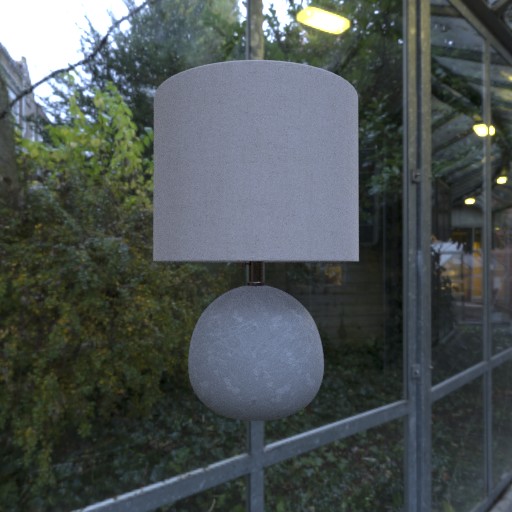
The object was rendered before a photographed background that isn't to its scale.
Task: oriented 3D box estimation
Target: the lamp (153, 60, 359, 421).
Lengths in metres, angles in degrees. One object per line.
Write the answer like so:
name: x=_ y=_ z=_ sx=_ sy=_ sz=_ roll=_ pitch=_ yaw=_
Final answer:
lamp: x=0.000 y=0.000 z=0.596 sx=0.269 sy=0.409 sz=0.269 roll=0 pitch=-1 yaw=-18
